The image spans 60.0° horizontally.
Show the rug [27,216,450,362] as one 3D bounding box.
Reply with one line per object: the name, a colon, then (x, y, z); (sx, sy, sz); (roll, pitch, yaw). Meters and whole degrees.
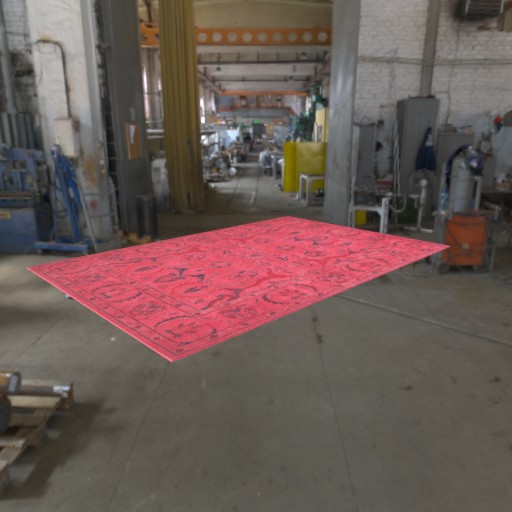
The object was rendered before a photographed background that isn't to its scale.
rug: (0.000, 0.000, 2.258); (1.814, 0.008, 1.209); (-15, 22, -42)
